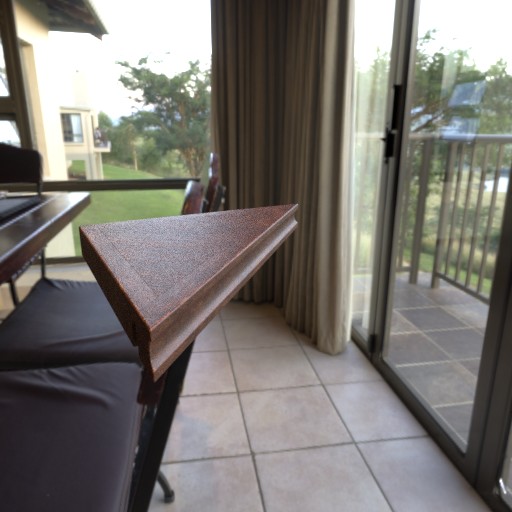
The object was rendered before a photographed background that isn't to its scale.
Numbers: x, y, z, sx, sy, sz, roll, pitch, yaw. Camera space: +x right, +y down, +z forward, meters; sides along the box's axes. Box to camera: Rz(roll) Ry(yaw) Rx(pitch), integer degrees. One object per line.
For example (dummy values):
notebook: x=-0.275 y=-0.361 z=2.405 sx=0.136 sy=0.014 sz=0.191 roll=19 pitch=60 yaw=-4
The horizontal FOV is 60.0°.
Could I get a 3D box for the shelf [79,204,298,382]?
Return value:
shelf: x=0.000 y=0.000 z=0.447 sx=0.296 sy=0.035 sz=0.296 roll=-9 pitch=19 yaw=-27
